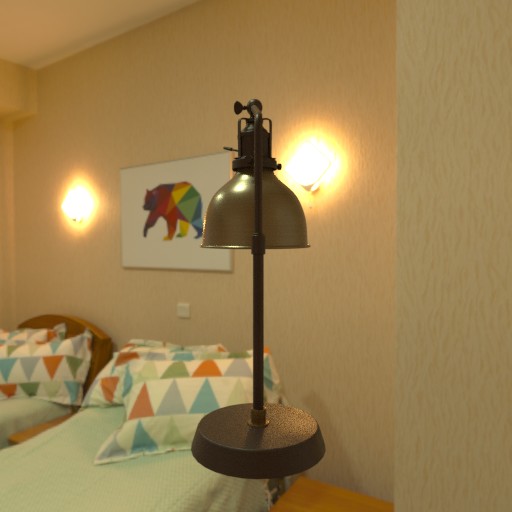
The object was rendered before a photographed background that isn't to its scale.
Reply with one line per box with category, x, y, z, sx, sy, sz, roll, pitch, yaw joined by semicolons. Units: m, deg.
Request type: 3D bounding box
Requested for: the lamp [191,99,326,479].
lamp;0.000;0.000;0.614;0.175;0.469;0.298;0;1;1
